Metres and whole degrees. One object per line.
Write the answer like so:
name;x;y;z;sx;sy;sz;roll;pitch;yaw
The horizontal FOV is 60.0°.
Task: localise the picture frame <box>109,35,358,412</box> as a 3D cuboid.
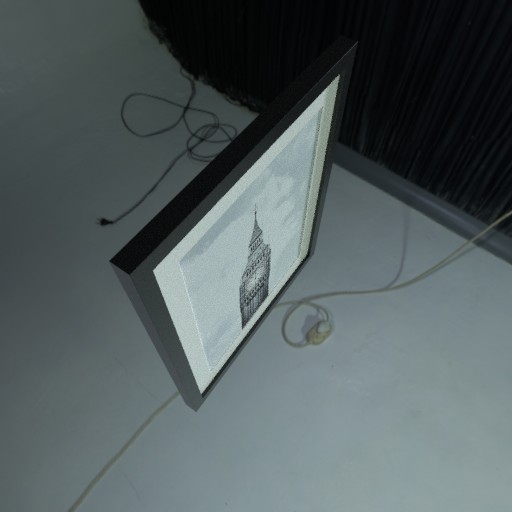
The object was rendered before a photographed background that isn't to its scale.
picture frame;0.000;0.000;0.762;0.028;0.556;0.460;31;63;18
